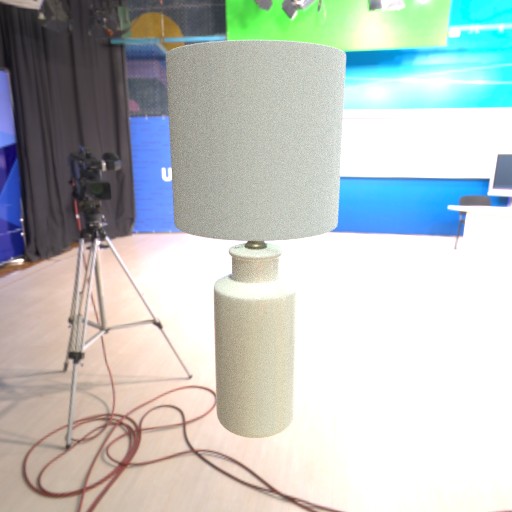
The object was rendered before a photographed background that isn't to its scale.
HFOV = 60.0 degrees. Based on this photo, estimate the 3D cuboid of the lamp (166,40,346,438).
[{"bbox_3d":[0.000,0.000,0.596,0.212,0.493,0.212,-8,18,-27],"label":"lamp"}]
